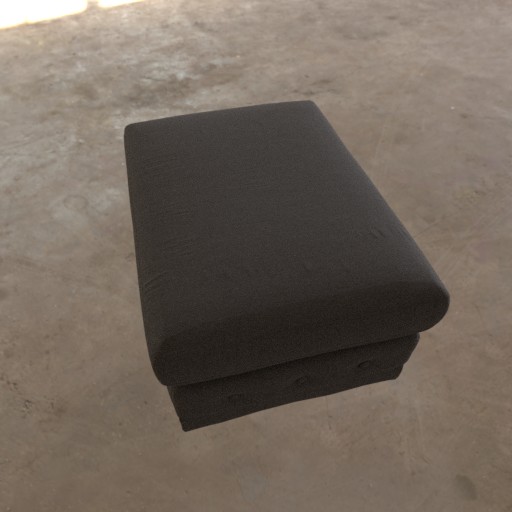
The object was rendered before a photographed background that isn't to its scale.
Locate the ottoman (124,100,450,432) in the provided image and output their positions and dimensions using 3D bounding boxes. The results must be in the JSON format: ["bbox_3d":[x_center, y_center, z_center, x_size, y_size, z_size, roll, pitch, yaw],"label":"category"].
[{"bbox_3d":[0.000,0.000,1.164,0.569,0.500,0.771,-11,48,-10],"label":"ottoman"}]
